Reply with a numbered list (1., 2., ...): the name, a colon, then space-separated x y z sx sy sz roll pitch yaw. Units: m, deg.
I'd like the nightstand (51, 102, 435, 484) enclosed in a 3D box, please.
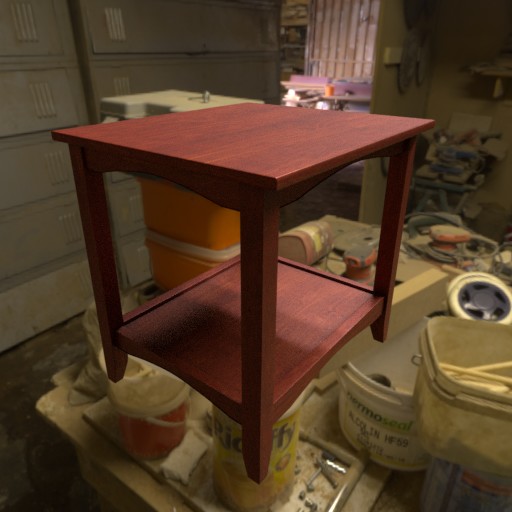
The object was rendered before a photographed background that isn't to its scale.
1. nightstand: 0.000 0.000 0.973 0.501 0.558 0.558 19 31 34
